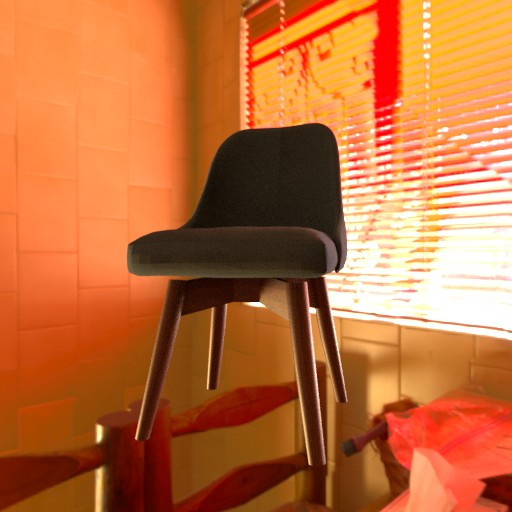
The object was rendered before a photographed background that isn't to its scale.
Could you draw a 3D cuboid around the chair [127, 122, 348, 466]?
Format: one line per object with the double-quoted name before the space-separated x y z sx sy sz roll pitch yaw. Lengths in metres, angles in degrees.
"chair" 0.000 0.000 1.239 0.503 0.882 0.589 0 0 18
